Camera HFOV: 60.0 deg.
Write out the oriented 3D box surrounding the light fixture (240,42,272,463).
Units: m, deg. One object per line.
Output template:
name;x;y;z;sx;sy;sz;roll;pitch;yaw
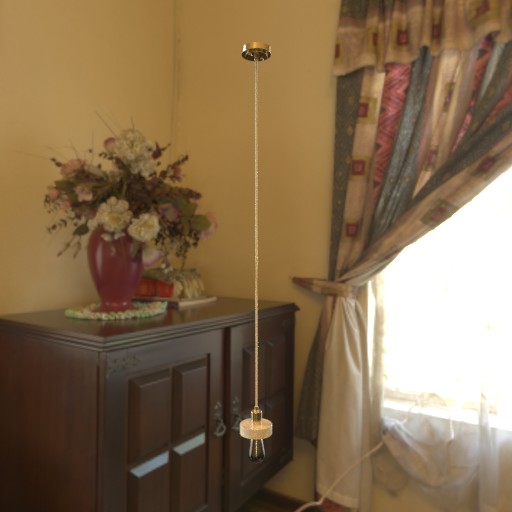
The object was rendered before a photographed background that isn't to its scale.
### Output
light fixture;0.000;0.000;1.787;0.129;1.669;0.129;0;0;17
